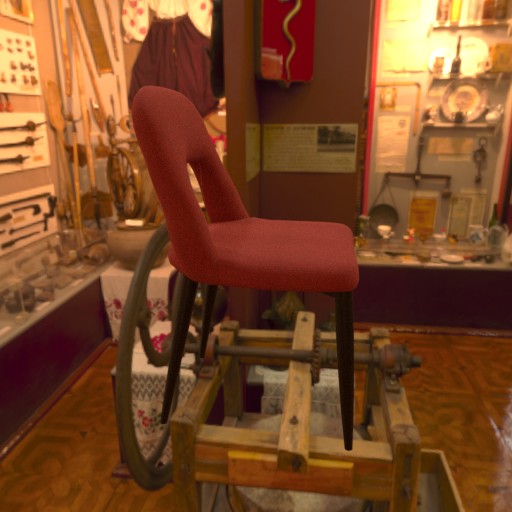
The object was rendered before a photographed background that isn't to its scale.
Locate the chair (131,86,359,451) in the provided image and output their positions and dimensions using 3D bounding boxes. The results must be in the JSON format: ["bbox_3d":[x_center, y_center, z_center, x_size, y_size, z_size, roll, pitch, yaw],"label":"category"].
[{"bbox_3d":[0.000,0.000,1.241,0.569,0.892,0.483,3,17,9],"label":"chair"}]
